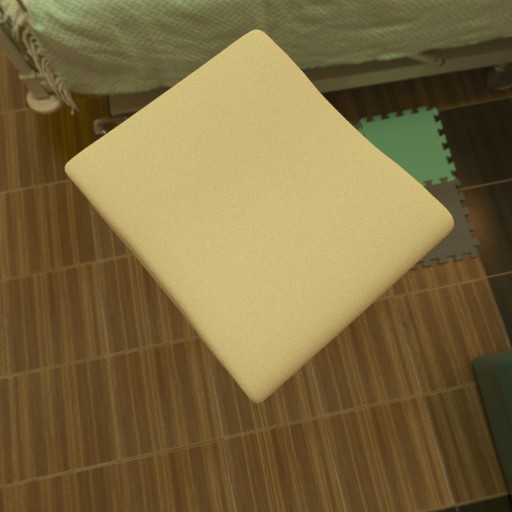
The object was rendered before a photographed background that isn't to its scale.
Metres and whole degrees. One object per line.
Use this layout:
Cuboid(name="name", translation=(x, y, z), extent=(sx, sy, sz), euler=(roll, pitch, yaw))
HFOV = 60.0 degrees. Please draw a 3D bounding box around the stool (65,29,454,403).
Cuboid(name="stool", translation=(0.000, 0.000, 1.023), extent=(0.401, 0.762, 0.471), euler=(-40, 79, -10))
